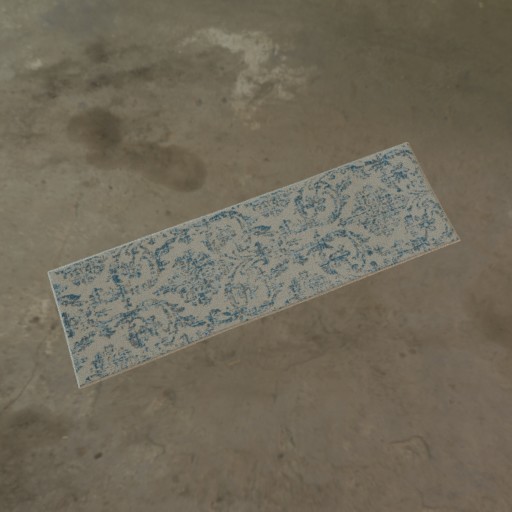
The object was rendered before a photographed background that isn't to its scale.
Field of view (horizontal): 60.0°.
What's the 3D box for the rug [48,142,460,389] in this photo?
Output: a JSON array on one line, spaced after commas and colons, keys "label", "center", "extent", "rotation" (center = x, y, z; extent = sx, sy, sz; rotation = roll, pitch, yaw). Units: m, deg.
[{"label": "rug", "center": [0.000, 0.000, 2.452], "extent": [2.196, 0.011, 0.662], "rotation": [-21, 76, -6]}]
